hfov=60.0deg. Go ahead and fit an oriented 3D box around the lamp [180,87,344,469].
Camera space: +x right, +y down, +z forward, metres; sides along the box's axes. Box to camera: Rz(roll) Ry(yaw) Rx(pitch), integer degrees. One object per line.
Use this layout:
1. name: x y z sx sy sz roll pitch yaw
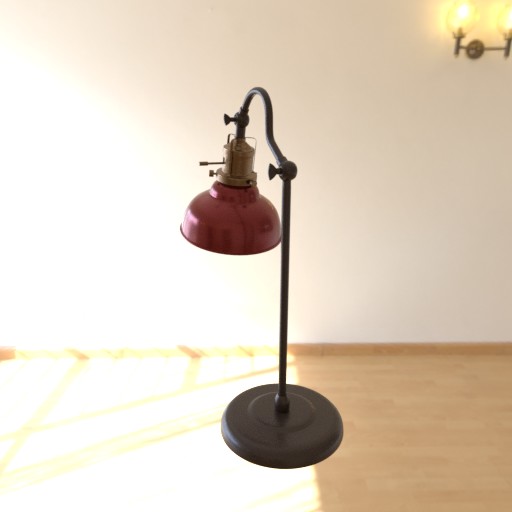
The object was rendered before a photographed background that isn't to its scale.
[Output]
1. lamp: 0.000 0.000 0.710 0.192 0.508 0.374 -7 17 -25
